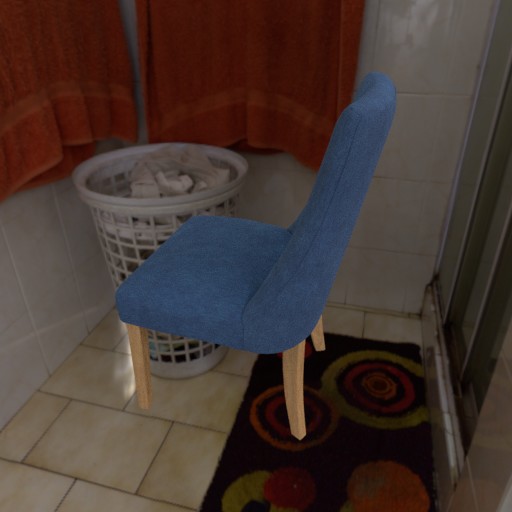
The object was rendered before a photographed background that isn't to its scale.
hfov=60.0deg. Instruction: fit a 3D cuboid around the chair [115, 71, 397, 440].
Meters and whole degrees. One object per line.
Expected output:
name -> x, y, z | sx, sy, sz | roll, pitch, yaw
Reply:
chair -> 0.000, 0.000, 1.202 | 0.609, 0.902, 0.495 | 9, 31, 15
